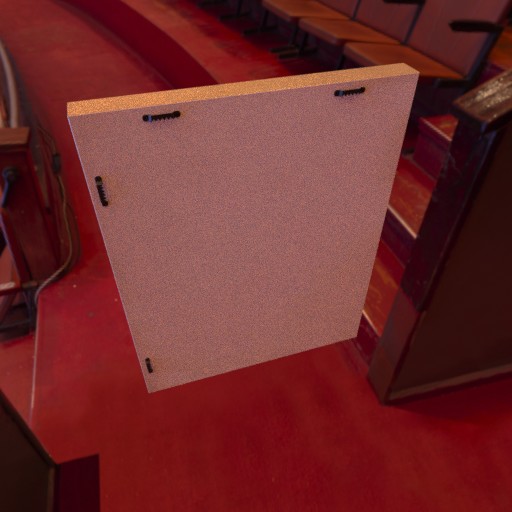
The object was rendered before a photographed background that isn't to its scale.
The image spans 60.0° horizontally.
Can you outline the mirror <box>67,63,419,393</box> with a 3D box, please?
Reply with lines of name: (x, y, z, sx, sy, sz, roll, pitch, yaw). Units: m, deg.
mirror: (0.000, 0.000, 0.668, 0.406, 0.509, 0.041, -12, 43, -13)
